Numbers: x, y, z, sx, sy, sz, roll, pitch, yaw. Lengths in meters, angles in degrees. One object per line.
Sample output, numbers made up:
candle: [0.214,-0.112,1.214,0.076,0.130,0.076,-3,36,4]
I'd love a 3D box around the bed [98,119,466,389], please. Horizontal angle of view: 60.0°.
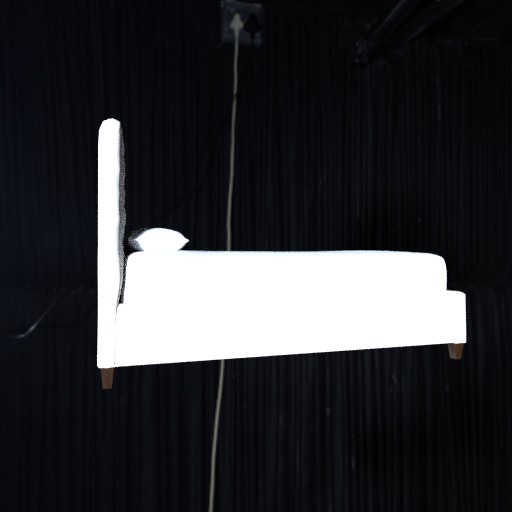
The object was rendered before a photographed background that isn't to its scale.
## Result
bed: [0.000,0.000,3.645,2.387,1.427,2.078,0,-1,-18]
